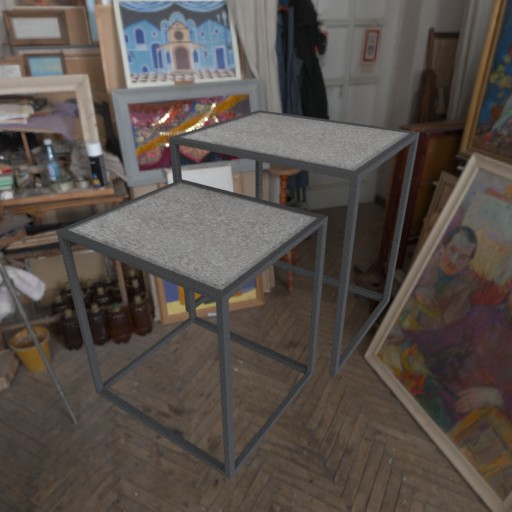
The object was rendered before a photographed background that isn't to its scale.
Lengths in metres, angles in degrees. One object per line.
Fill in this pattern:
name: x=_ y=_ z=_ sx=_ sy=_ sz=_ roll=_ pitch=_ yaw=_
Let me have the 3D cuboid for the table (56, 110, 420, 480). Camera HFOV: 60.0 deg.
table: x=0.000 y=0.000 z=1.137 sx=0.508 sy=0.540 sz=0.788 roll=18 pitch=34 yaw=29
